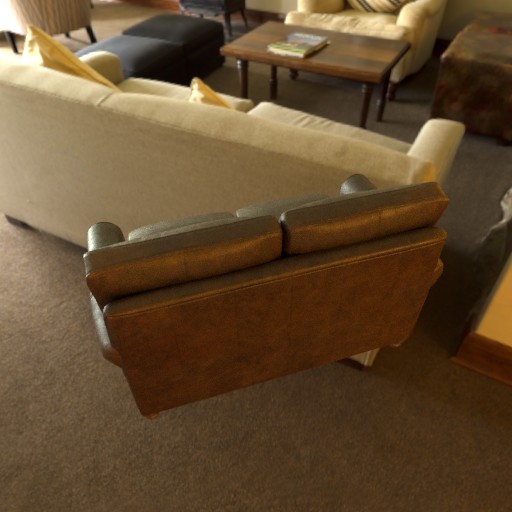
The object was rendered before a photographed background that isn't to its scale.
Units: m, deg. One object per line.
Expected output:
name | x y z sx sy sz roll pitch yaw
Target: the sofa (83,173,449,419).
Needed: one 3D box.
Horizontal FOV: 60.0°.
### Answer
sofa | 0.000 0.000 2.276 1.616 0.976 0.990 -13 44 -13
